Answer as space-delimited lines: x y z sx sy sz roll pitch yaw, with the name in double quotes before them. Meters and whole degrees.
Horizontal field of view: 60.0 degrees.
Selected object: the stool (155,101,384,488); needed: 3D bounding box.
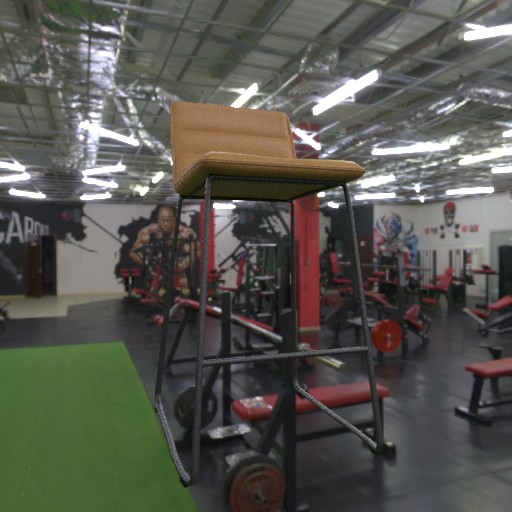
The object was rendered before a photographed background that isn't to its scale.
"stool" 0.000 0.000 1.191 0.489 0.936 0.524 0 1 -19
